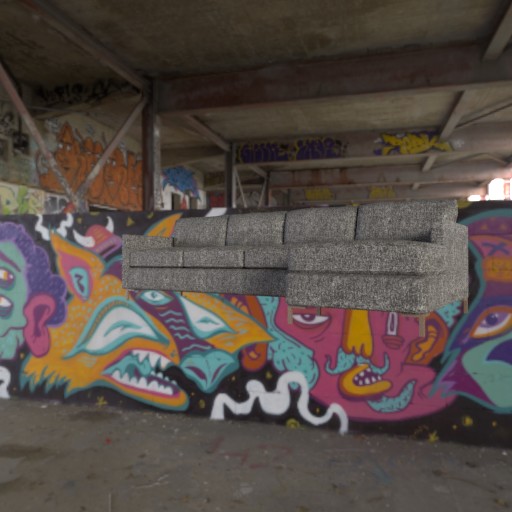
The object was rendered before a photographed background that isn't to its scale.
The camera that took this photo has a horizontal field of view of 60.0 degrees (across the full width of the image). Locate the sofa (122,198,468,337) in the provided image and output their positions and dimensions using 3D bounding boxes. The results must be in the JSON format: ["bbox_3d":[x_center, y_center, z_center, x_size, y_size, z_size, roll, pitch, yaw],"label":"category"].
[{"bbox_3d":[0.000,0.000,4.061,3.384,0.970,1.488,0,-1,35],"label":"sofa"}]
